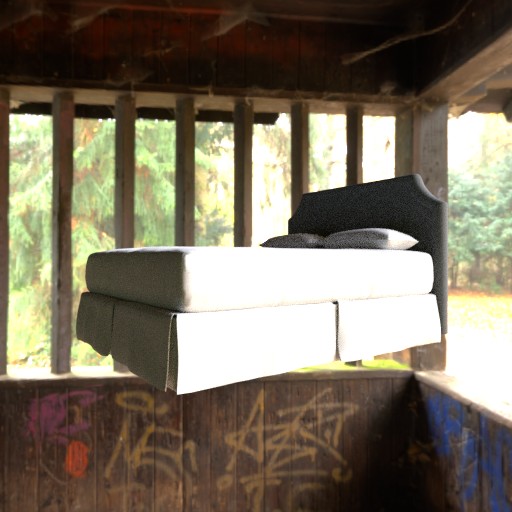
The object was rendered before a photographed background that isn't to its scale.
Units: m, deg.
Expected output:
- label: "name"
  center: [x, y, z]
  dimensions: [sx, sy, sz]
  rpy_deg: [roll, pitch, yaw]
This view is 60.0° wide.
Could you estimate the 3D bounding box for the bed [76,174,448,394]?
- label: "bed"
  center: [0.000, 0.000, 3.373]
  dimensions: [2.259, 1.296, 1.811]
  rpy_deg: [0, 0, -36]
